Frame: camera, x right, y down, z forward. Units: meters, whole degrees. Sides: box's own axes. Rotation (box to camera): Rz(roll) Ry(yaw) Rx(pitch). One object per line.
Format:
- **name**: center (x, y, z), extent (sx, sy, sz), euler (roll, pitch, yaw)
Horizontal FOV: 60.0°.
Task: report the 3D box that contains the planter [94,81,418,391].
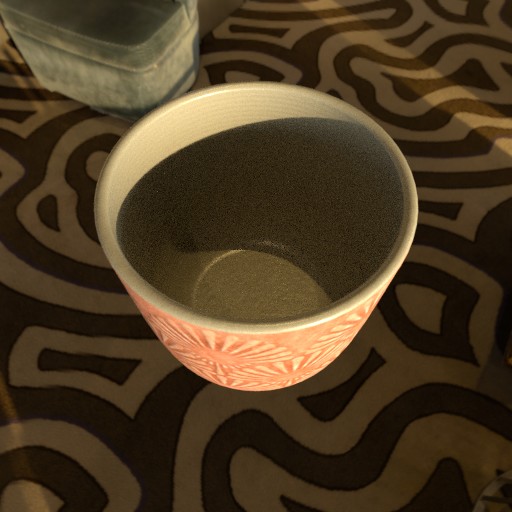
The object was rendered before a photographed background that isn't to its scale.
- **planter**: center (0.000, 0.000, 0.217), extent (0.124, 0.109, 0.124), euler (0, 58, 0)
